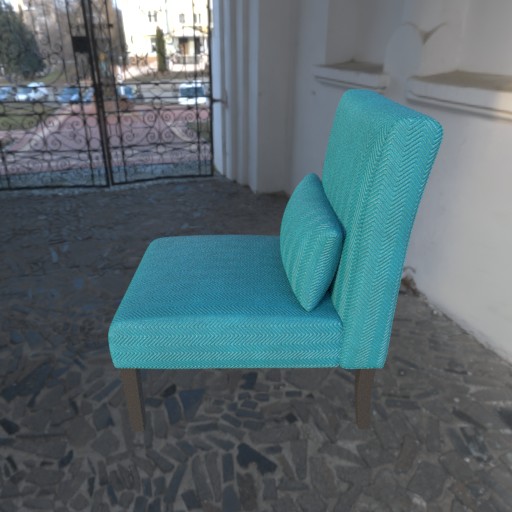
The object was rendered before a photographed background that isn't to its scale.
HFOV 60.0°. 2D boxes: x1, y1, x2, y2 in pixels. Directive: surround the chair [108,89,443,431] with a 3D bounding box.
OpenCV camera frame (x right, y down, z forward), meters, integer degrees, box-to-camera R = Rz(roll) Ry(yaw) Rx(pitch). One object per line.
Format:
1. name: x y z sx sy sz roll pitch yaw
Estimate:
1. chair: 0.000 0.000 1.382 0.808 0.927 0.579 0 26 -1
